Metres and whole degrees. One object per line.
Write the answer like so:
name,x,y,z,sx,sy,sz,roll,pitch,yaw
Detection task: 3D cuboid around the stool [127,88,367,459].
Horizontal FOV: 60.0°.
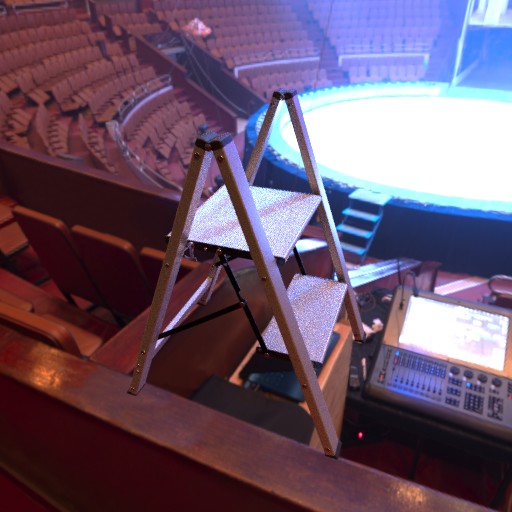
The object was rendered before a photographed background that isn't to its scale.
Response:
stool,0.000,0.000,1.035,0.535,0.670,0.440,11,33,17
